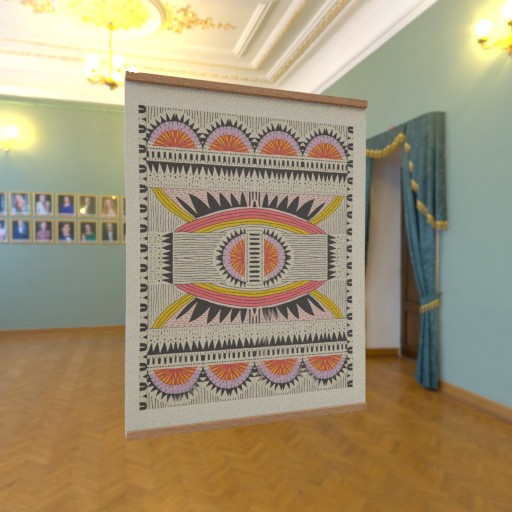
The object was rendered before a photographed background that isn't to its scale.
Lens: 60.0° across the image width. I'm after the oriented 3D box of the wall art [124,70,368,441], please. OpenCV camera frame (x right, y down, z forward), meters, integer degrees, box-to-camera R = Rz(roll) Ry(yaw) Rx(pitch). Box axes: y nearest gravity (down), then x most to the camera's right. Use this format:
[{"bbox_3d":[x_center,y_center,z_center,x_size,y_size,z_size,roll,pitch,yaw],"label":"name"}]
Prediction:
[{"bbox_3d":[0.000,0.000,1.348,0.765,1.016,0.028,0,1,-18],"label":"wall art"}]
